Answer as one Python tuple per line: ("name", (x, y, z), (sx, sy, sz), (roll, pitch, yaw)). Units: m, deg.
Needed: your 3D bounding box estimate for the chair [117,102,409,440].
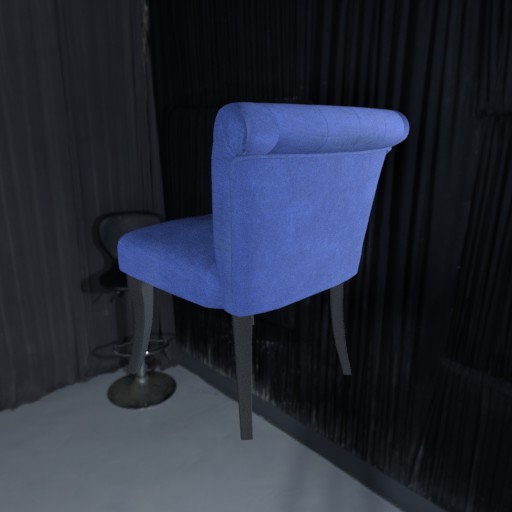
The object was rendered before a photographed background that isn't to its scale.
("chair", (0.000, 0.000, 1.201), (0.585, 0.753, 0.606), (-15, 22, -42))
